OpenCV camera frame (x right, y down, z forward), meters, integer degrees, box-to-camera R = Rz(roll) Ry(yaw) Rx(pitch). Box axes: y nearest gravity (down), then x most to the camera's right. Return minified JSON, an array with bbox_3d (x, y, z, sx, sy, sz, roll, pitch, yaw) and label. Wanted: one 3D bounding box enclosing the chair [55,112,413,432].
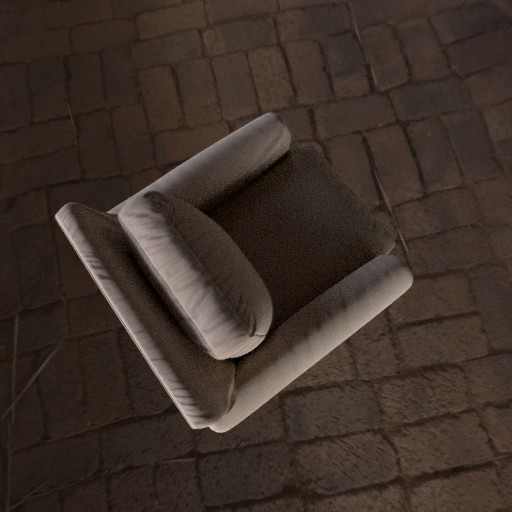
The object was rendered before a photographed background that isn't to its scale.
[{"bbox_3d":[0.000,0.000,1.784,1.066,0.866,0.940,-35,77,-9],"label":"chair"}]
